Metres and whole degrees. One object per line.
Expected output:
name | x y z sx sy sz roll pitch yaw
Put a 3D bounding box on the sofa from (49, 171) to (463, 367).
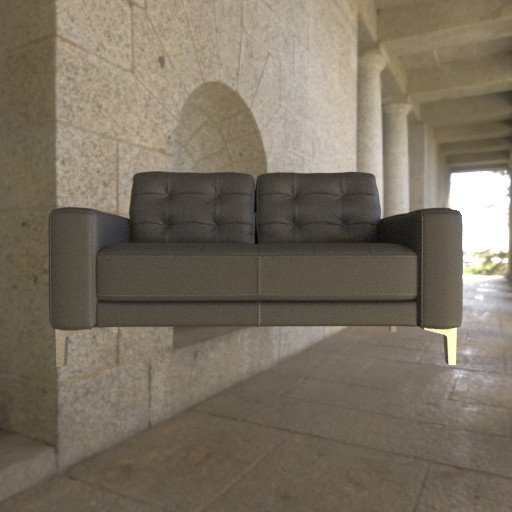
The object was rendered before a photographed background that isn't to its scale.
sofa | 0.000 0.000 2.202 1.726 0.892 0.833 0 1 -1
